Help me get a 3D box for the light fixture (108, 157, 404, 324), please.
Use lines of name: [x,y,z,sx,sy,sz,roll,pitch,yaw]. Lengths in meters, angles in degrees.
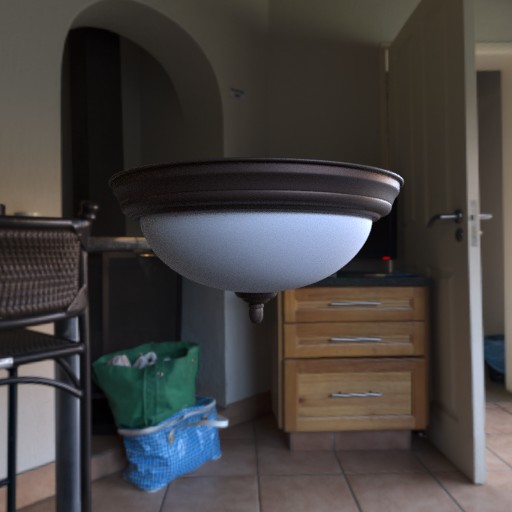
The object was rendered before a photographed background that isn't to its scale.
light fixture: [0.000,0.000,0.442,0.280,0.135,0.280,0,0,0]
